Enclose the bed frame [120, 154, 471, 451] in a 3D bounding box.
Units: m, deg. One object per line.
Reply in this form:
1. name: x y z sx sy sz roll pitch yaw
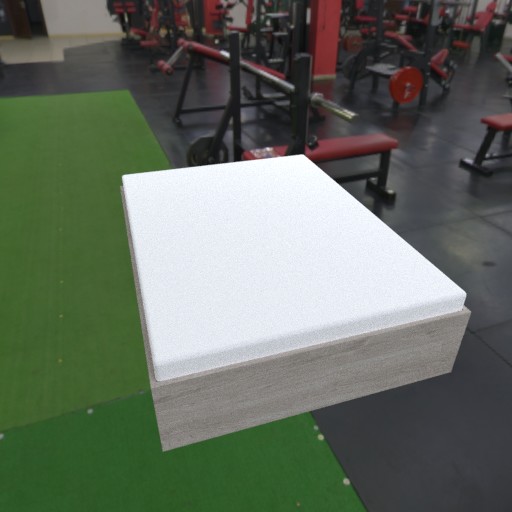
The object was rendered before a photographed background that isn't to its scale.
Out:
1. bed frame: 0.000 0.000 2.702 1.448 0.490 1.944 -10 34 -15
